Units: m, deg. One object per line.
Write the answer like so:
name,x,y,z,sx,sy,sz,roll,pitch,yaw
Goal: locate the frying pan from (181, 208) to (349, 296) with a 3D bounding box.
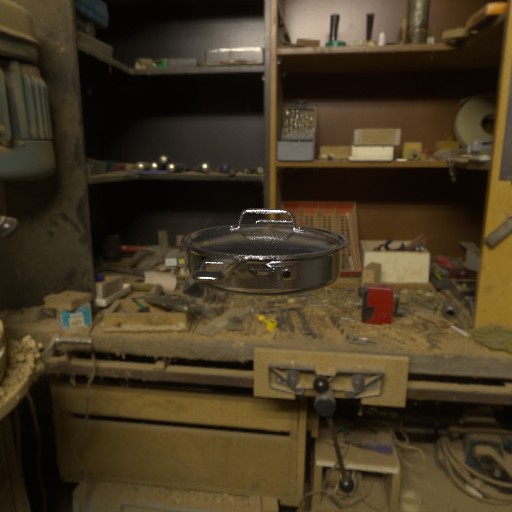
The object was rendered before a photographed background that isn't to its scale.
frying pan,0.000,0.000,0.653,0.280,0.114,0.561,2,14,8
